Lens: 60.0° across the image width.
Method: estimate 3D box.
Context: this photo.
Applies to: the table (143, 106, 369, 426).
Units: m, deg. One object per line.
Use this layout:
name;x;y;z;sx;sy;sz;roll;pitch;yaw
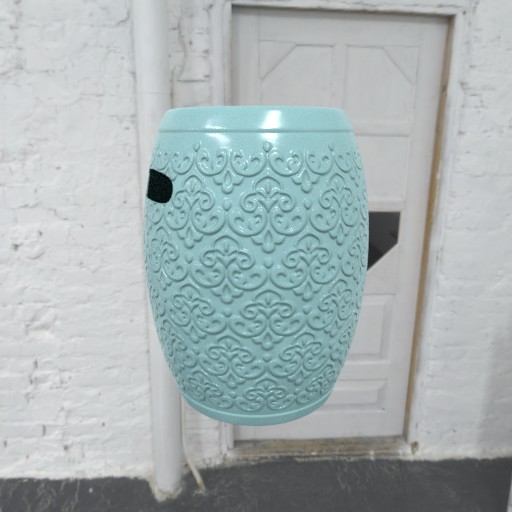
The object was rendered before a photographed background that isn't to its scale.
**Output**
table;0.000;0.000;0.632;0.309;0.397;0.309;0;16;0
